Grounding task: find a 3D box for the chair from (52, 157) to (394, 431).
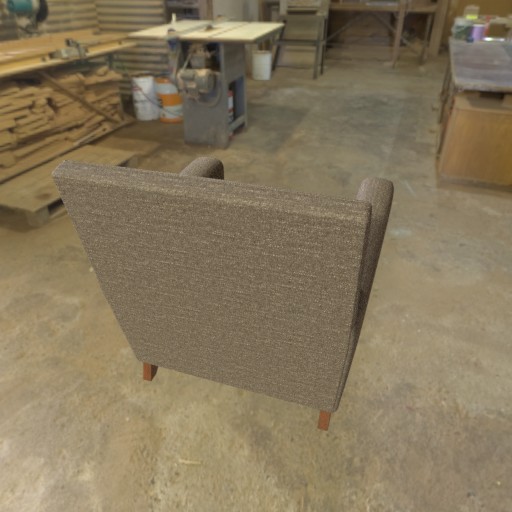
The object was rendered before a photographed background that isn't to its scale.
[{"bbox_3d":[0.000,0.000,1.552,0.838,0.885,0.875,10,34,16],"label":"chair"}]
